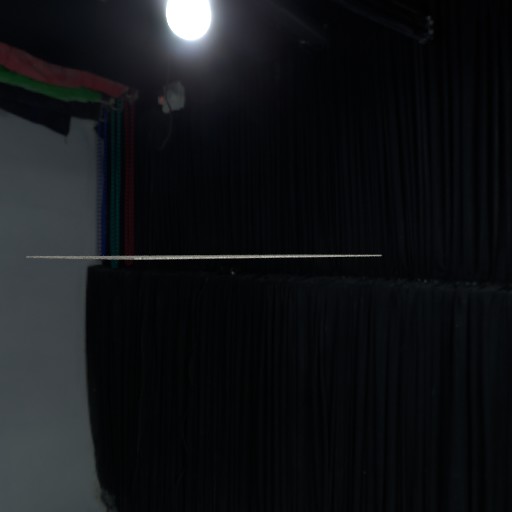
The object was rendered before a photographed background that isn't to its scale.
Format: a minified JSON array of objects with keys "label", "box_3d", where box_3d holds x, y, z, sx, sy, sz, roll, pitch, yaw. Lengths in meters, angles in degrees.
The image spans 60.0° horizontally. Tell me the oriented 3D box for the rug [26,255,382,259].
[{"label":"rug","box_3d":[0.000,0.000,2.701,0.706,0.009,2.443,0,0,35]}]
